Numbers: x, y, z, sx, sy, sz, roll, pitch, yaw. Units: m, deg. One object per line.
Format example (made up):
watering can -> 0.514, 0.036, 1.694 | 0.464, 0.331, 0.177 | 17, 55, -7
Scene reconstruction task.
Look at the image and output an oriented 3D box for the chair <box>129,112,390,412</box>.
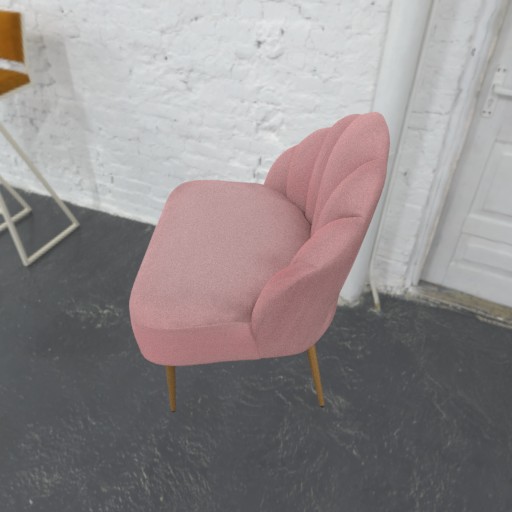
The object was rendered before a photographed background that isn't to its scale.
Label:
chair -> 0.000, 0.000, 1.266 | 0.599, 0.819, 0.657 | 2, 39, 2
